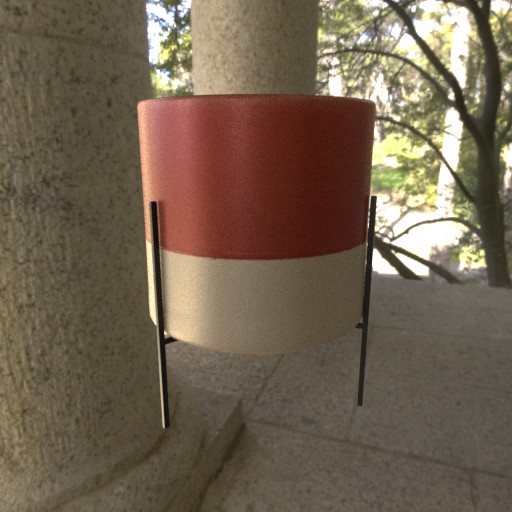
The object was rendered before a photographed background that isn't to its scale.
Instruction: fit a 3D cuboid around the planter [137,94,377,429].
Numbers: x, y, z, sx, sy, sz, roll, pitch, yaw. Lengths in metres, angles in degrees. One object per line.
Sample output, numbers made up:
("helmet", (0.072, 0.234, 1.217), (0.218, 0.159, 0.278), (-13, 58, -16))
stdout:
("planter", (0.000, 0.000, 0.718), (0.345, 0.465, 0.354), (-3, 15, -10))
